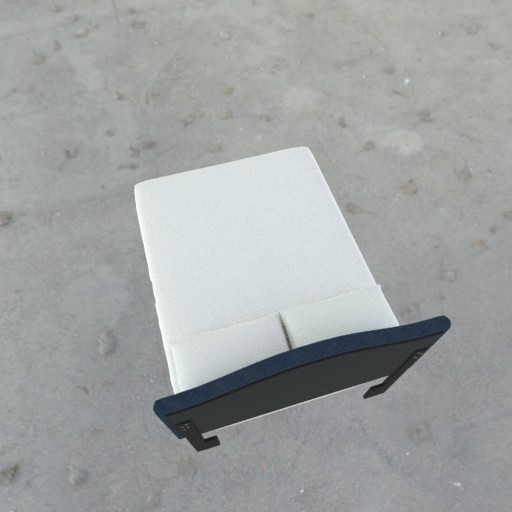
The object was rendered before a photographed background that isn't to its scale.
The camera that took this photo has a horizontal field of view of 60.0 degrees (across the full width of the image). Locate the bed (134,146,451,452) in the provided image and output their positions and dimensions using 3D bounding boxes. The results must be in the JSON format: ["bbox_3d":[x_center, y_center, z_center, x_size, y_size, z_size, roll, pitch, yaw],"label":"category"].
[{"bbox_3d":[0.000,0.000,3.295,1.725,1.518,2.153,-14,60,-8],"label":"bed"}]
